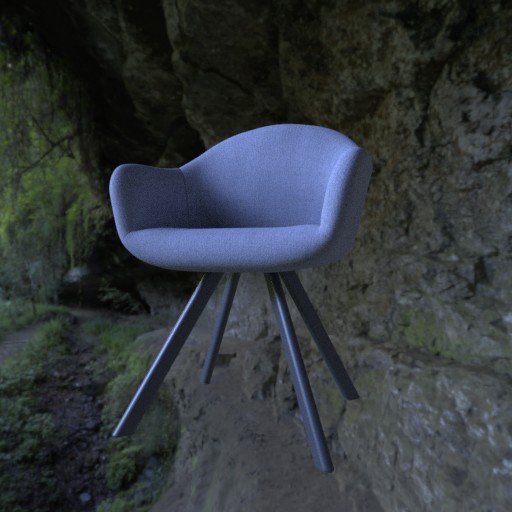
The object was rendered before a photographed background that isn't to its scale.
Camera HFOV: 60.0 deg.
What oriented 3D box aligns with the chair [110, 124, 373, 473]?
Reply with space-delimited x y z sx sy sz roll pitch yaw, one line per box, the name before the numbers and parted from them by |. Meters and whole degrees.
chair | 0.000 0.000 1.154 0.590 0.795 0.550 0 1 19
